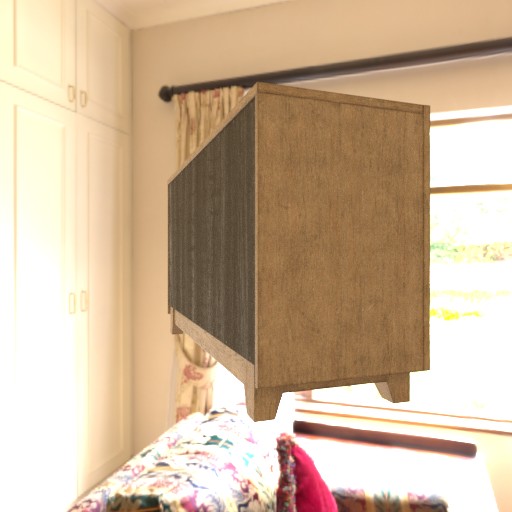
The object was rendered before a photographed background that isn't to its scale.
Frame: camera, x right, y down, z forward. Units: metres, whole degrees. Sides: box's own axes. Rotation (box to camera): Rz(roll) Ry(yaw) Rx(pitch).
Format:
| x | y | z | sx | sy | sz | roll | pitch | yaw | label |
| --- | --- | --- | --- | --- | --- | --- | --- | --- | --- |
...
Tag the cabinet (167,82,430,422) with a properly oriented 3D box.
| x | y | z | sx | sy | sz | roll | pitch | yaw | label |
| --- | --- | --- | --- | --- | --- | --- | --- | --- | --- |
| 0.000 | 0.000 | 1.820 | 0.511 | 0.825 | 1.460 | 0 | 0 | -20 | cabinet |
